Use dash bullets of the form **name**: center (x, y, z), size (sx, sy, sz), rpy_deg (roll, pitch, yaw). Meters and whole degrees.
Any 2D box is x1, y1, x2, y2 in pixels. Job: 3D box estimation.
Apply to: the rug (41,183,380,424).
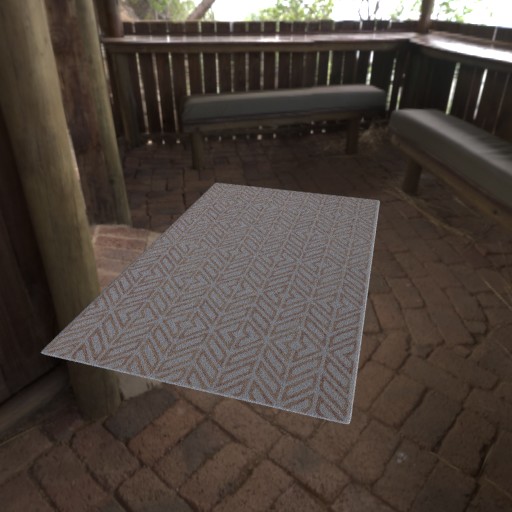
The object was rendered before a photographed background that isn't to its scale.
- **rug**: center (0.000, 0.000, 3.022), size (1.523, 0.008, 2.438), rpy_deg (8, 31, 14)
